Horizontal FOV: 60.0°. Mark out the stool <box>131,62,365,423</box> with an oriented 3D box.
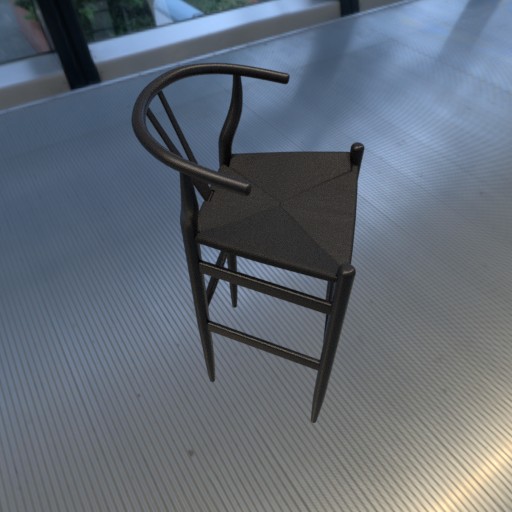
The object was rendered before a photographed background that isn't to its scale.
[{"bbox_3d":[0.000,0.000,1.437,0.579,1.072,0.569,9,47,8],"label":"stool"}]
